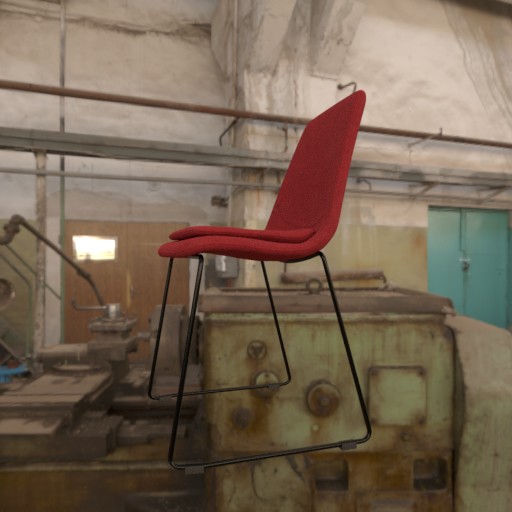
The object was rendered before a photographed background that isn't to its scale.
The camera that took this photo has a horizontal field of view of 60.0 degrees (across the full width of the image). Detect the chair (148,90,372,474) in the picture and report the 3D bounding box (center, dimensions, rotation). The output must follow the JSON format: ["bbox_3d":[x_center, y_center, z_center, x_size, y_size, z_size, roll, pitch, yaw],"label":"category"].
[{"bbox_3d":[0.000,0.000,1.164,0.518,0.858,0.479,0,0,-19],"label":"chair"}]
